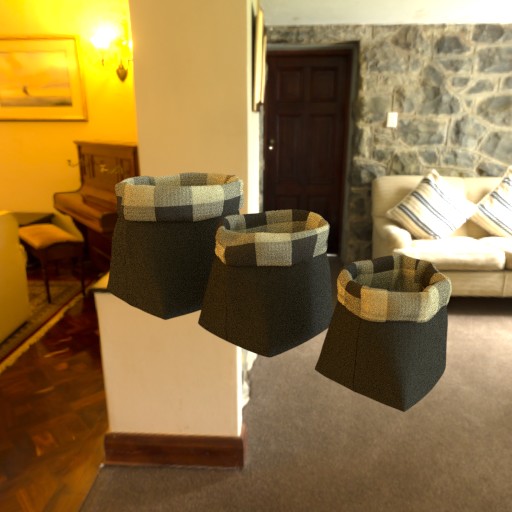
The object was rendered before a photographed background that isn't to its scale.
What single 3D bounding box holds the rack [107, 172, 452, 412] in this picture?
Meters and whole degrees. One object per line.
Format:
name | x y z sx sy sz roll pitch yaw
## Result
rack | 0.000 0.000 1.053 0.889 0.329 0.370 15 22 41
